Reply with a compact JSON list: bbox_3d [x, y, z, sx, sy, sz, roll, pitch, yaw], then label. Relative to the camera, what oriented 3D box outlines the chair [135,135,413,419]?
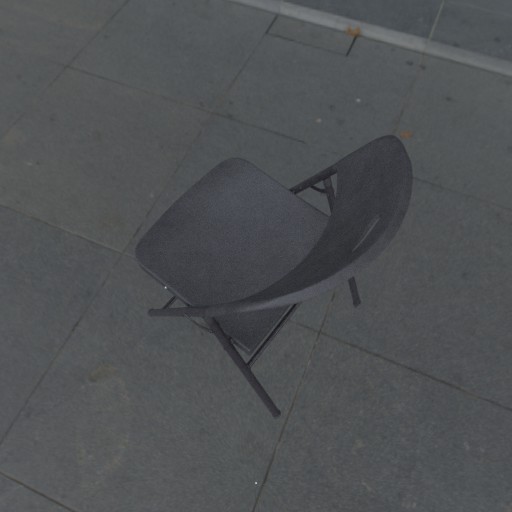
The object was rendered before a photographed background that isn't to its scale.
[{"bbox_3d":[0.000,0.000,1.165,0.567,0.810,0.494,35,68,16],"label":"chair"}]
